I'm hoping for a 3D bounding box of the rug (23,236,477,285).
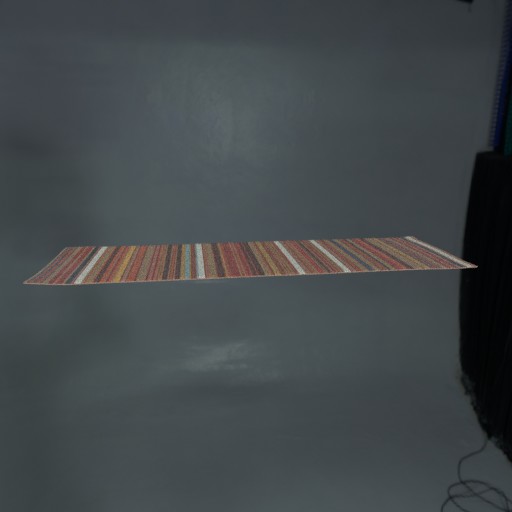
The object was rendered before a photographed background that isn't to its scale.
[{"bbox_3d":[0.000,0.000,2.732,2.444,0.030,0.799,-2,15,-8],"label":"rug"}]
